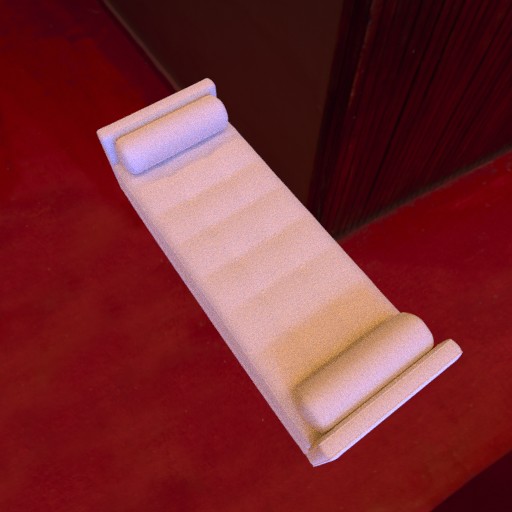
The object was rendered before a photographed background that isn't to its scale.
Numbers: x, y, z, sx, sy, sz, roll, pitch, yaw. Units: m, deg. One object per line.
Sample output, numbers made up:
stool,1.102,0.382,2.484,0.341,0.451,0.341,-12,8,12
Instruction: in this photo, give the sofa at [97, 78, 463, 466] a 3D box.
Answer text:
sofa,0.000,0.000,2.368,0.746,0.641,1.985,-32,67,-15
